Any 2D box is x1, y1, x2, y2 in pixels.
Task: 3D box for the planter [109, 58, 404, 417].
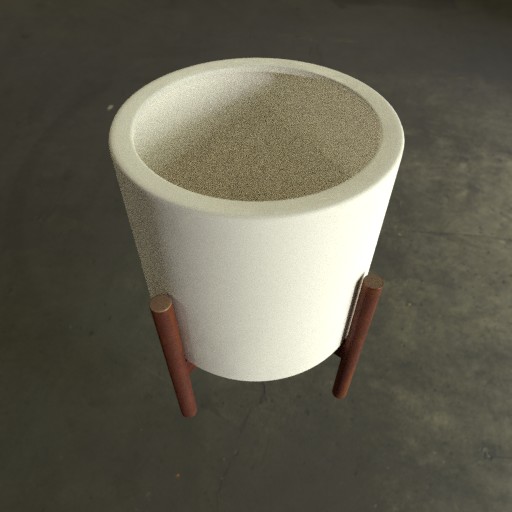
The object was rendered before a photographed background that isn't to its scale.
[{"bbox_3d":[0.000,0.000,0.853,0.420,0.581,0.421,-3,48,-3],"label":"planter"}]
